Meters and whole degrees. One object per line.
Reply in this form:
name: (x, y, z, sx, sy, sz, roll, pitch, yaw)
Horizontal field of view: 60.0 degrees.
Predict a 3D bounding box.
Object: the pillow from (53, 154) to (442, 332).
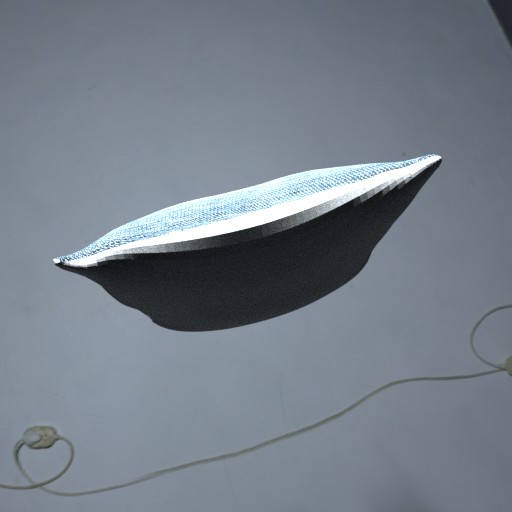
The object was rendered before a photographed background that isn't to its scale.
pillow: (0.000, 0.000, 0.677, 0.440, 0.441, 0.182, -15, 76, -4)
